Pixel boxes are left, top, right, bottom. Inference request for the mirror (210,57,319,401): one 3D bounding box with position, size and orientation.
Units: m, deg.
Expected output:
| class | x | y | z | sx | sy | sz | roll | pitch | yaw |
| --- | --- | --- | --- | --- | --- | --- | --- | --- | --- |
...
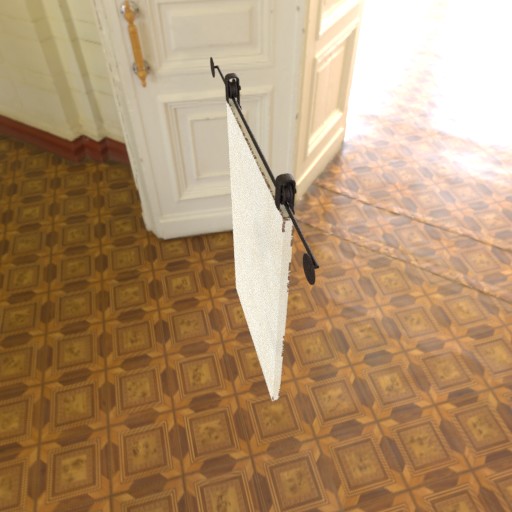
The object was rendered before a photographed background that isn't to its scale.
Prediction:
| class | x | y | z | sx | sy | sz | roll | pitch | yaw |
| --- | --- | --- | --- | --- | --- | --- | --- | --- | --- |
| mirror | 0.000 | 0.000 | 1.233 | 0.037 | 0.844 | 0.808 | -12 | 48 | -11 |
